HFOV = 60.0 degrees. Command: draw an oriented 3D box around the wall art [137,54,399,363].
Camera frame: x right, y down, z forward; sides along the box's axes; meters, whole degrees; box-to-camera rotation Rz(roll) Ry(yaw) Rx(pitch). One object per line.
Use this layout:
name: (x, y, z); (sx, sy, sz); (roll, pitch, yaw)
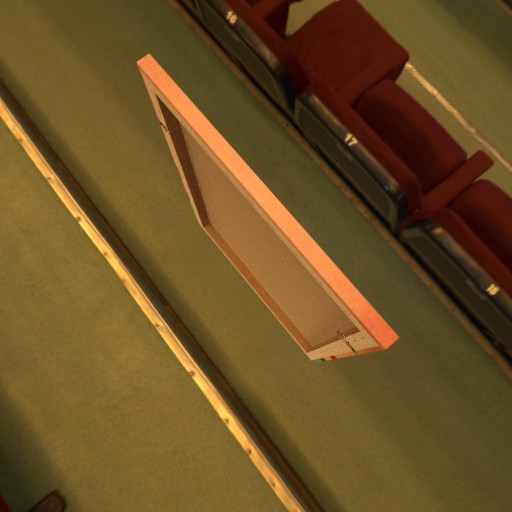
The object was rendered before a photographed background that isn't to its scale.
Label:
wall art: (0.000, 0.000, 1.348); (0.039, 1.016, 0.761); (-38, 78, -9)
